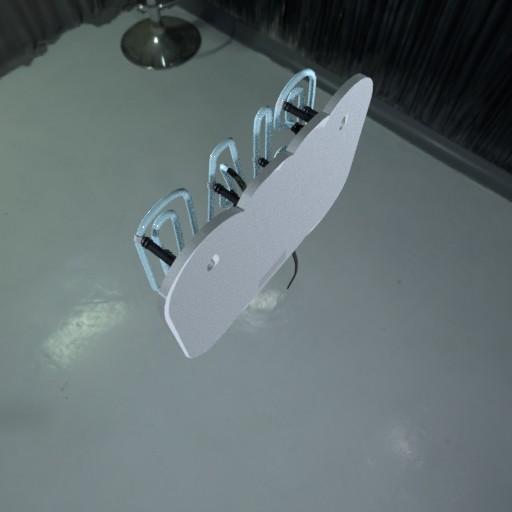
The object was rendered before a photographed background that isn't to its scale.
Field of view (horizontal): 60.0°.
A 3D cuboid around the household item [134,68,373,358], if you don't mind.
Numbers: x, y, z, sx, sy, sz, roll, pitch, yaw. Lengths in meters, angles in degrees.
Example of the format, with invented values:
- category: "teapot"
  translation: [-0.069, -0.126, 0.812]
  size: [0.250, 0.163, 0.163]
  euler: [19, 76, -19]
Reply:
- category: "household item"
  translation: [0.000, 0.000, 0.382]
  size: [0.042, 0.294, 0.211]
  euler: [35, 68, 17]
